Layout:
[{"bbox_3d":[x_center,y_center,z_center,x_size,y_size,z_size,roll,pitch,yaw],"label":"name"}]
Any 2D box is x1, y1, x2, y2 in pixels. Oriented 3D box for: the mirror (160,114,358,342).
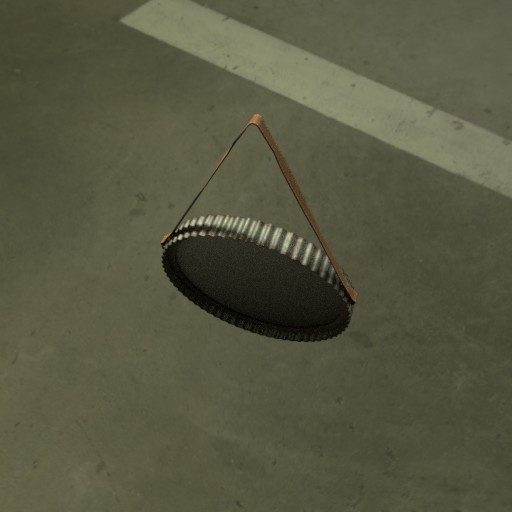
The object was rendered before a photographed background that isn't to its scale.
[{"bbox_3d":[0.000,0.000,0.720,0.355,0.568,0.042,16,60,10],"label":"mirror"}]
